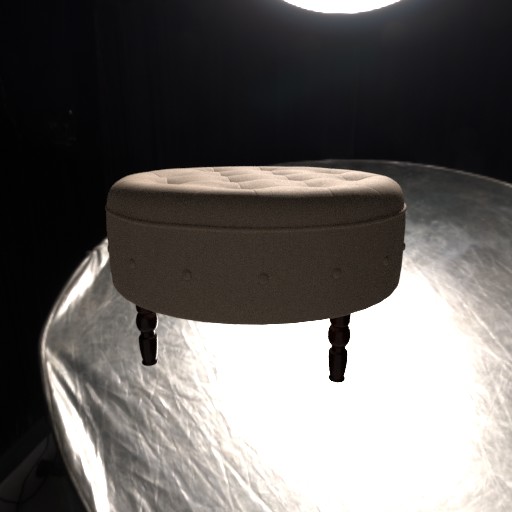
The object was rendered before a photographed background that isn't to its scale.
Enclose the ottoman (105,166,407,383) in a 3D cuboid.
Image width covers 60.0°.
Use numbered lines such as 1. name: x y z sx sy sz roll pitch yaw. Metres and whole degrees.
1. ottoman: 0.000 0.000 1.354 0.848 0.494 0.848 0 15 0
